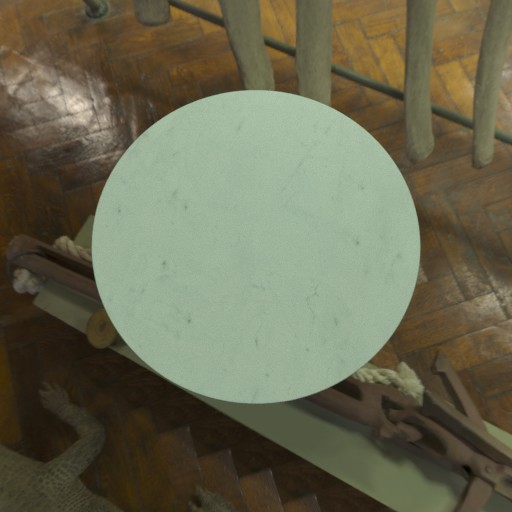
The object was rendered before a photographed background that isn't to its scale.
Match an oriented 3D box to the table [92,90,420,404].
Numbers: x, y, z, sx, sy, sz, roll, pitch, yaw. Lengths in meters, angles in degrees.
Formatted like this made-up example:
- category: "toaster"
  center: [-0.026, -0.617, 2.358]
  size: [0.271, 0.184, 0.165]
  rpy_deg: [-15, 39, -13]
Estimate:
- category: "table"
  center: [0.000, 0.000, 1.299]
  size: [0.800, 0.450, 0.800]
  rpy_deg: [0, 75, 0]
